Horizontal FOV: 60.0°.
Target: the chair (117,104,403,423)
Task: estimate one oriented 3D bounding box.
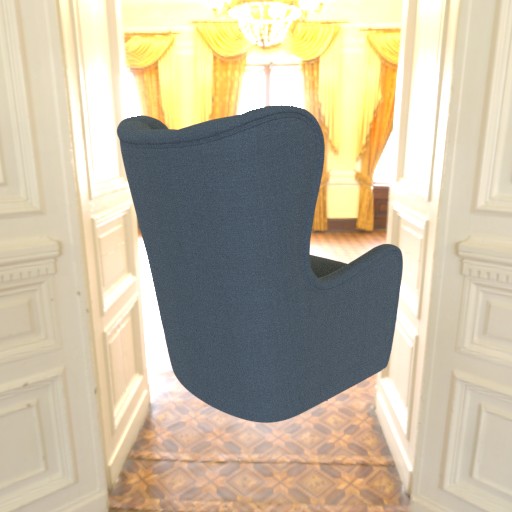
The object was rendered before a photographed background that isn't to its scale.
[{"bbox_3d":[0.000,0.000,1.766,0.930,1.079,0.831,-14,20,-42],"label":"chair"}]
